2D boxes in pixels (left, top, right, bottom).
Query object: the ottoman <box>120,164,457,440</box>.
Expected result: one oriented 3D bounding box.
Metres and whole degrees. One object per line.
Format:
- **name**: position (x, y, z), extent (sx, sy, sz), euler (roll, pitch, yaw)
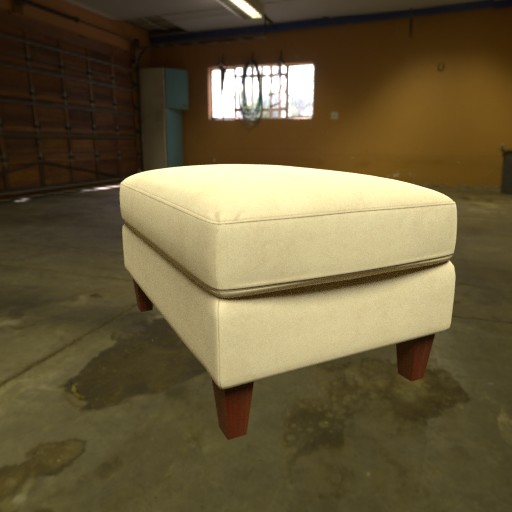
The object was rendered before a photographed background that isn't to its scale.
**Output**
- **ottoman**: position (0.000, 0.000, 1.220), extent (0.584, 0.483, 0.864), euler (-7, 16, -26)
